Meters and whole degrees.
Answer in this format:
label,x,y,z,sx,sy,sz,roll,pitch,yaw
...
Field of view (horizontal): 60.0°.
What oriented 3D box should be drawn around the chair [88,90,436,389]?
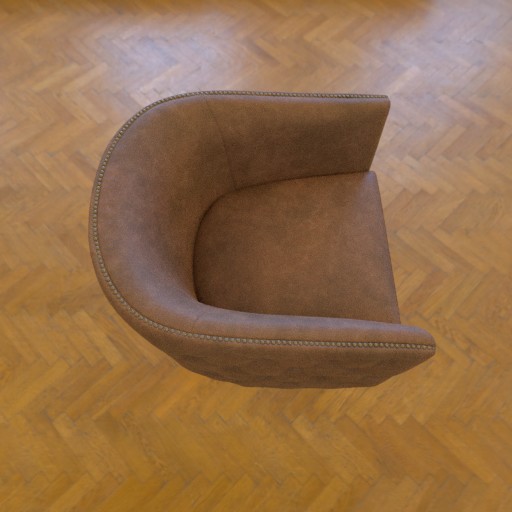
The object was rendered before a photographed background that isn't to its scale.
label,x,y,z,sx,sy,sz,roll,pitch,yaw
chair,0.000,0.000,1.503,0.870,0.790,0.850,-1,65,0
